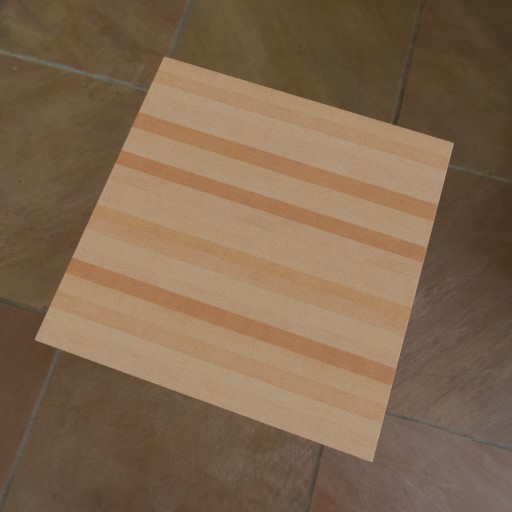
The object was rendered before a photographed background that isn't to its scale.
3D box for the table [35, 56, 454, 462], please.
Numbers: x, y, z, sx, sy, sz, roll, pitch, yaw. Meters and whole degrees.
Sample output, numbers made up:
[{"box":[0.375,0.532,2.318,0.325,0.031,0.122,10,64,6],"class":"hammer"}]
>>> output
[{"box":[0.000,0.000,1.429,0.900,0.450,0.900,18,76,5],"class":"table"}]
